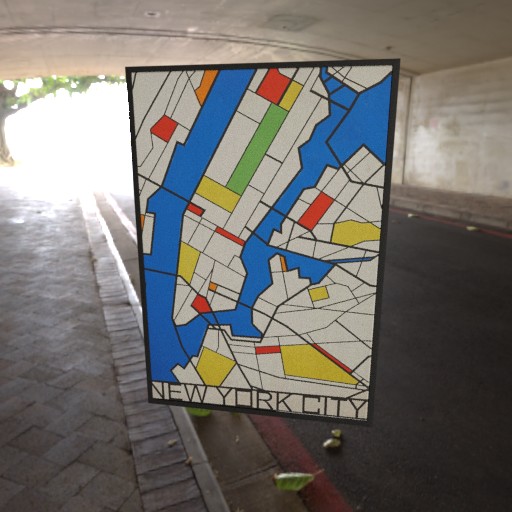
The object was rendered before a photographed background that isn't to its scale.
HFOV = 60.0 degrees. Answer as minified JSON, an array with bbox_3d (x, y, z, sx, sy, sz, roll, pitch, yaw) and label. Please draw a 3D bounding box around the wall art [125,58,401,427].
[{"bbox_3d":[0.000,0.000,0.814,0.457,0.657,0.013,3,15,10],"label":"wall art"}]
